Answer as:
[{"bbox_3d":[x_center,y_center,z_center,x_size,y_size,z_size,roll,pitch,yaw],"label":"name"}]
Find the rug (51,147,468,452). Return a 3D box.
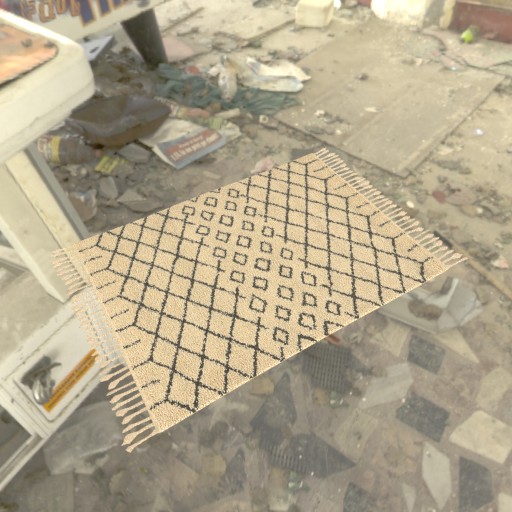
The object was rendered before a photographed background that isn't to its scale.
[{"bbox_3d":[0.000,0.000,3.233,2.615,0.029,1.664,-24,53,-20],"label":"rug"}]
